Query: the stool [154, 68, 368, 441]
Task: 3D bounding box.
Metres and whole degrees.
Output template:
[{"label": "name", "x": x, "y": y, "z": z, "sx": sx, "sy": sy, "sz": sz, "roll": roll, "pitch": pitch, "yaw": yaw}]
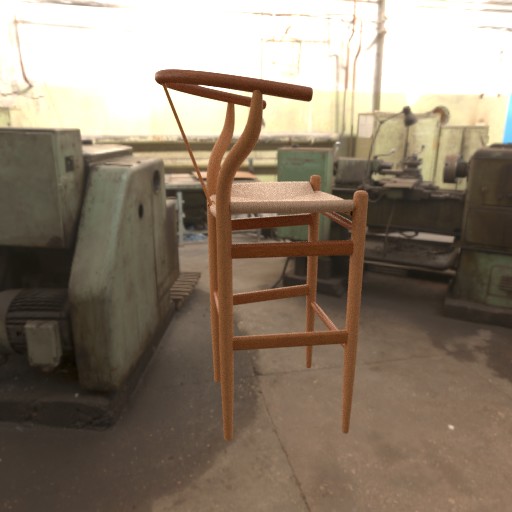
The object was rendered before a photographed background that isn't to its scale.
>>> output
[{"label": "stool", "x": 0.000, "y": 0.000, "z": 1.394, "sx": 0.561, "sy": 1.068, "sz": 0.574, "roll": -3, "pitch": 17, "yaw": -10}]
